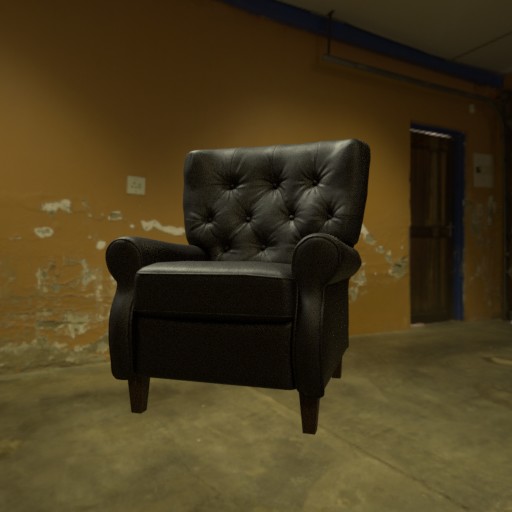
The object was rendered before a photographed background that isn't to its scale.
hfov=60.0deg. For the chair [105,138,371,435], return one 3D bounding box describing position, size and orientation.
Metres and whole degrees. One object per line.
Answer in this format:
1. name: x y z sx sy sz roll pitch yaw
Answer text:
1. chair: 0.000 0.000 1.945 0.948 1.158 1.058 0 0 17
